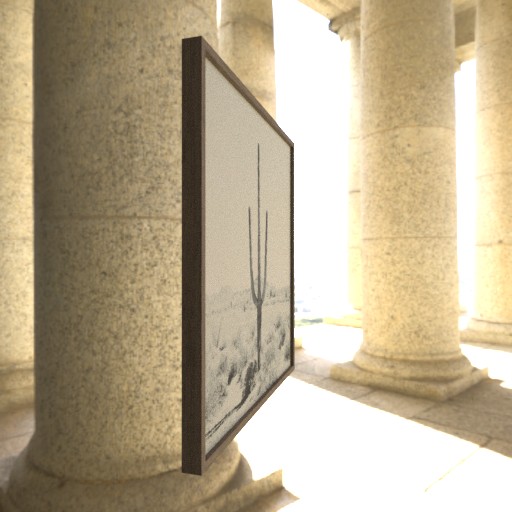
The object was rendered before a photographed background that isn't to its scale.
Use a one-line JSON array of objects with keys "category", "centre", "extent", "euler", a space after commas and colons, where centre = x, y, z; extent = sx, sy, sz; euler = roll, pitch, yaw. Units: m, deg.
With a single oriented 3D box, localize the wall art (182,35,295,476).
[{"category": "wall art", "centre": [0.000, 0.000, 1.136], "extent": [0.038, 0.762, 0.762], "euler": [0, 0, 17]}]
